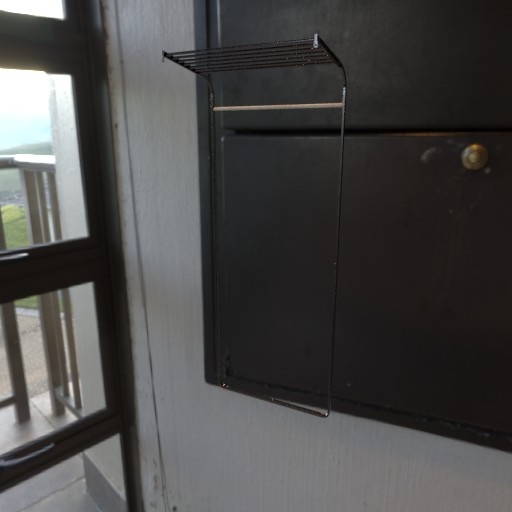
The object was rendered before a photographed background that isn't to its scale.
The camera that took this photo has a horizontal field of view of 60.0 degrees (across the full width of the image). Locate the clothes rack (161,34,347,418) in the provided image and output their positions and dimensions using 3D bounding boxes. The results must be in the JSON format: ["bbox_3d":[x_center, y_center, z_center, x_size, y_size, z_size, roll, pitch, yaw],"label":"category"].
[{"bbox_3d":[0.000,0.000,1.850,0.609,1.574,0.349,8,17,26],"label":"clothes rack"}]
